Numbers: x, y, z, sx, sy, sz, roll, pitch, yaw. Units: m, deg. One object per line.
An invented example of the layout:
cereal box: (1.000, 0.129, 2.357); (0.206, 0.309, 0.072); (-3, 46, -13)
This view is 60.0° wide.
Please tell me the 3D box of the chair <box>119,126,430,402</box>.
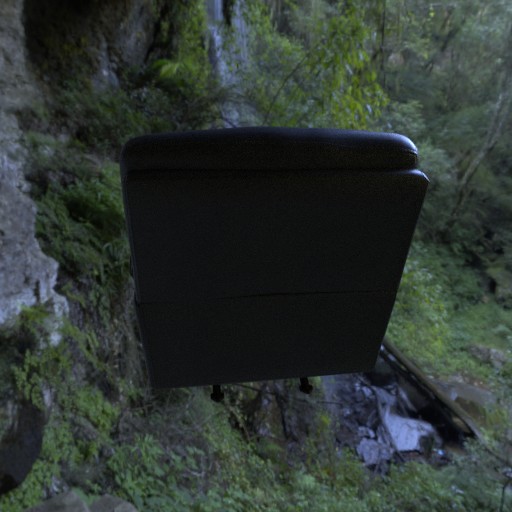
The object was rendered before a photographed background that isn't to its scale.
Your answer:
chair: (0.000, 0.000, 2.013); (1.096, 1.109, 1.087); (-2, 15, -9)
